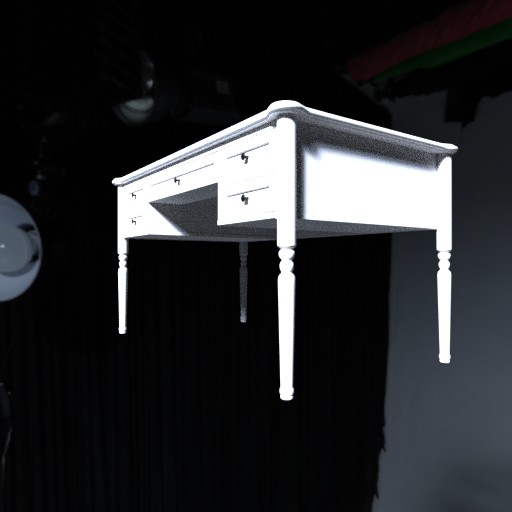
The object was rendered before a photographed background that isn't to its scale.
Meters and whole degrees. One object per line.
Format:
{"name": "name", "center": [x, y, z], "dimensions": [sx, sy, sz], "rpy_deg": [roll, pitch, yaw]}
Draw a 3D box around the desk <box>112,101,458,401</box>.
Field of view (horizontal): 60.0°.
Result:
{"name": "desk", "center": [0.000, 0.000, 1.871], "dimensions": [0.807, 0.762, 1.380], "rpy_deg": [0, -1, -35]}
